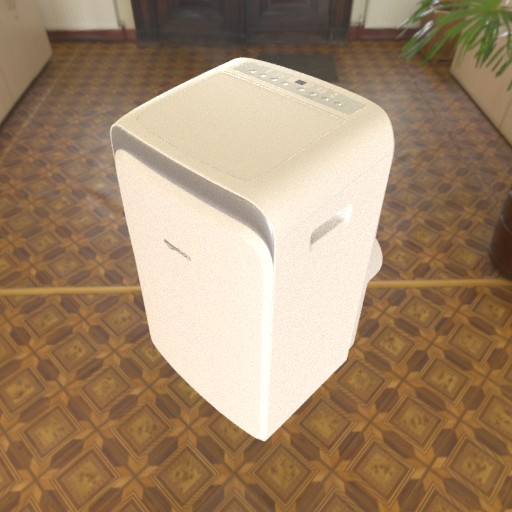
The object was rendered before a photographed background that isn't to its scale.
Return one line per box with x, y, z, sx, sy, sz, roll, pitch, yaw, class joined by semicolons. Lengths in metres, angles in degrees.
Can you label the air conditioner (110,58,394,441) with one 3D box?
0.000;0.000;1.062;0.478;0.765;0.467;33;53;29;air conditioner
